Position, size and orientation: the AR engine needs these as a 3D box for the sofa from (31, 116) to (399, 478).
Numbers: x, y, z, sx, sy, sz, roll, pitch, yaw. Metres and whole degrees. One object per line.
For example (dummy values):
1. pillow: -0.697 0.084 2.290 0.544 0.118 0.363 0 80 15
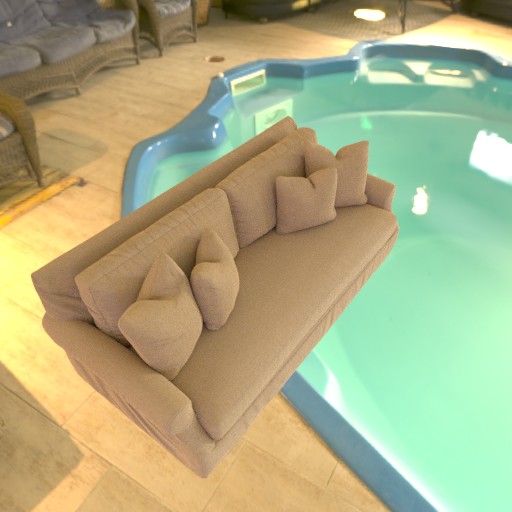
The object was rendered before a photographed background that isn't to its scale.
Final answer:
1. sofa: 0.000 0.000 2.721 1.067 0.904 2.285 27 48 27
